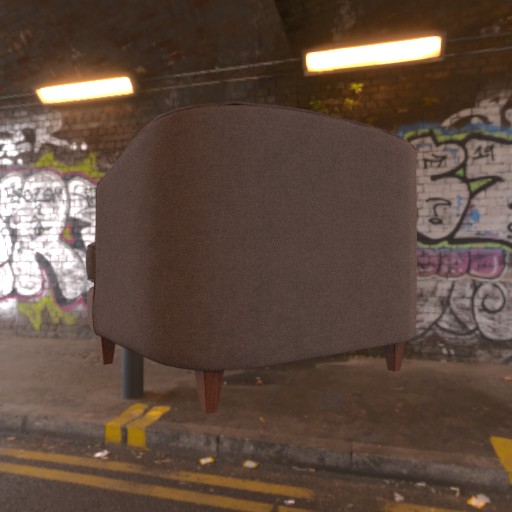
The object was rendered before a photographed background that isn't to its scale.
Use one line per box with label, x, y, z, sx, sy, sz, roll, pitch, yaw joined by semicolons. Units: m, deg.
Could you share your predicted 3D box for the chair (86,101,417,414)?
chair;0.000;0.000;1.734;1.104;0.852;0.941;0;0;-34
